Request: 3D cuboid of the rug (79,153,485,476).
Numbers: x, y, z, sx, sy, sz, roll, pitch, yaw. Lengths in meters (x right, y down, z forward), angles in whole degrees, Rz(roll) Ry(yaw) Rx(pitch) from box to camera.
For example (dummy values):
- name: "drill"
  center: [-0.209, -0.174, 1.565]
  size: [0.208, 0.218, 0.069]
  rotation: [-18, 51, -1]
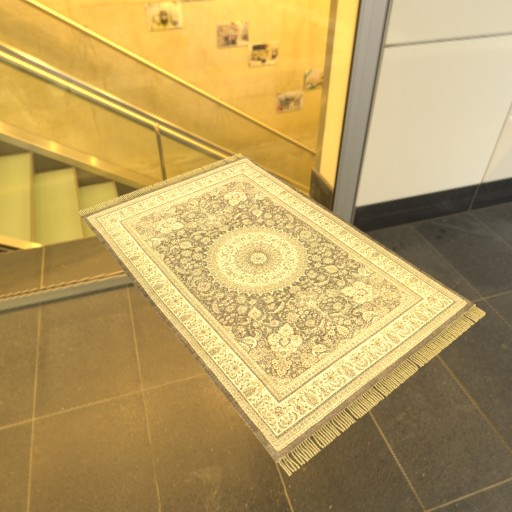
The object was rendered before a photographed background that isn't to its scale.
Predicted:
- name: "rug"
  center: [0.000, 0.000, 4.146]
  size: [2.143, 0.015, 3.422]
  rotation: [-27, 48, -27]
